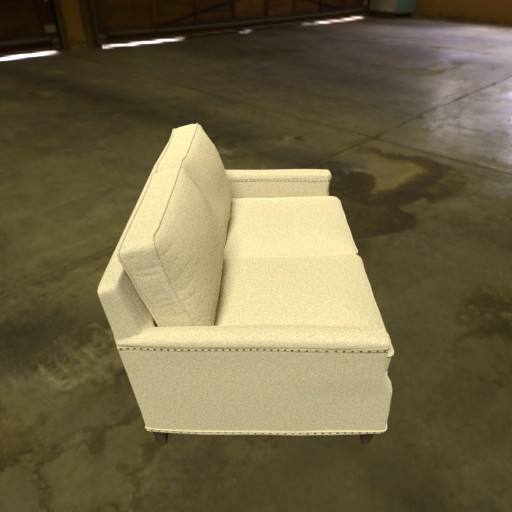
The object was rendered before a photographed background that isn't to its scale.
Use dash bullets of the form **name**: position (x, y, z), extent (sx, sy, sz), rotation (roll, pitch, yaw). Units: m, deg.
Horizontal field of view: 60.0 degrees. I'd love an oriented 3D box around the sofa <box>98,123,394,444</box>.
- **sofa**: position (0.000, 0.000, 2.277), extent (1.084, 1.003, 1.597), rotation (0, 33, 0)
